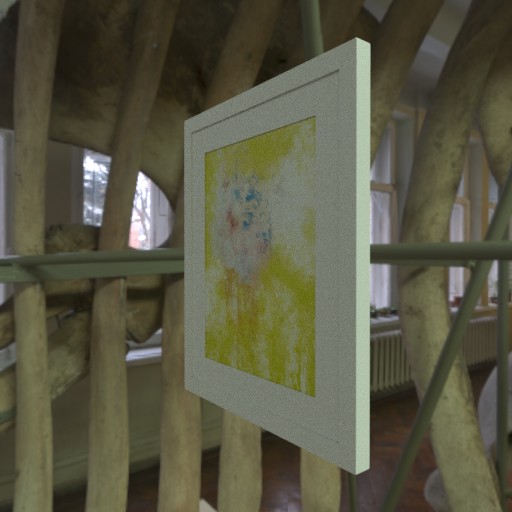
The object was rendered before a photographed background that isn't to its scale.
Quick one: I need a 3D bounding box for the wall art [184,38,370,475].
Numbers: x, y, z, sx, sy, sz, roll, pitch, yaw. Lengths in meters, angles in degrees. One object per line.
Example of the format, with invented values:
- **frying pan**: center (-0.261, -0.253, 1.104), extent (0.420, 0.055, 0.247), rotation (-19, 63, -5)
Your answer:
- **wall art**: center (0.000, 0.000, 0.750), extent (0.028, 0.556, 0.454), rotation (0, 1, -38)
